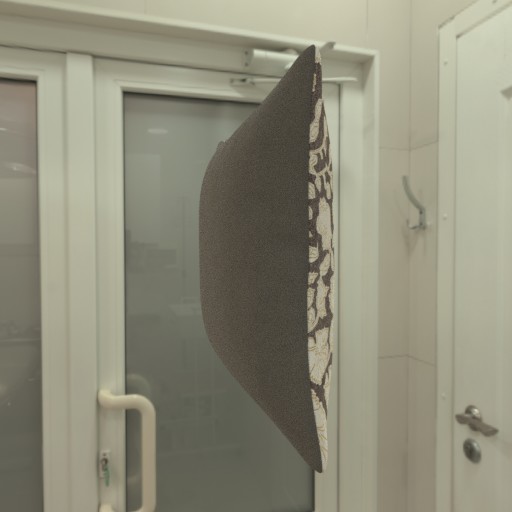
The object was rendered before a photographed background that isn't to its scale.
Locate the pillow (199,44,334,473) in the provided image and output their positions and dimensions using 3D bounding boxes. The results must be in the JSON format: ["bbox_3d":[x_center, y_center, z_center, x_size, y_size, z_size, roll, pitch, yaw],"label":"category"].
[{"bbox_3d":[0.000,0.000,0.768,0.166,0.507,0.526,0,1,-16],"label":"pillow"}]
